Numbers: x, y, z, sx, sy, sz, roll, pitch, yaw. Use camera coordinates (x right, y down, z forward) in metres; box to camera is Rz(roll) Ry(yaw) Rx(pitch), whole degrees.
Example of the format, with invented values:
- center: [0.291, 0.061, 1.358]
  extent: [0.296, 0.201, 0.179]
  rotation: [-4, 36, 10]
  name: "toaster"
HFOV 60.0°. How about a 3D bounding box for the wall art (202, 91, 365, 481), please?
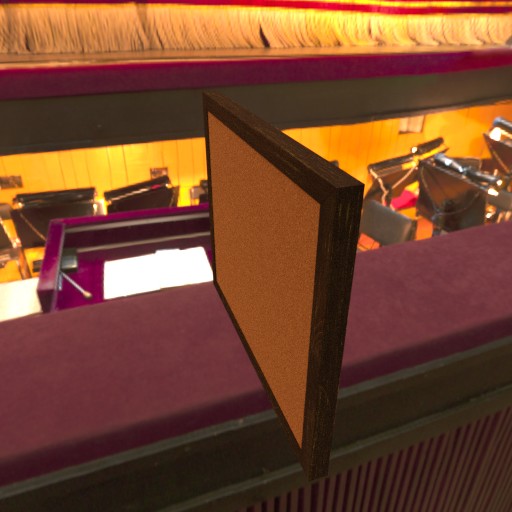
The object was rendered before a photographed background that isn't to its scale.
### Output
- center: [0.000, 0.000, 0.771]
  extent: [0.032, 0.457, 0.558]
  rotation: [-10, 31, -17]
  name: "wall art"
